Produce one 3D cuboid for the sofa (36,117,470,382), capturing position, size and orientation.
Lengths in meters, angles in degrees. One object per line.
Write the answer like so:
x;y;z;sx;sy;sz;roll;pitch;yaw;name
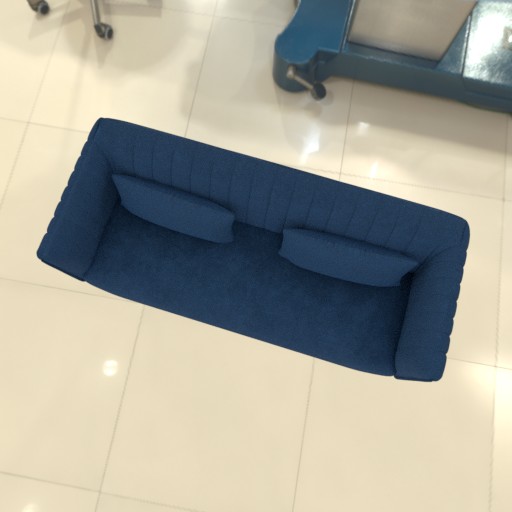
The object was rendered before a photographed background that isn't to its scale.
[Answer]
0.000;0.000;2.587;2.136;0.793;0.896;17;77;4;sofa
